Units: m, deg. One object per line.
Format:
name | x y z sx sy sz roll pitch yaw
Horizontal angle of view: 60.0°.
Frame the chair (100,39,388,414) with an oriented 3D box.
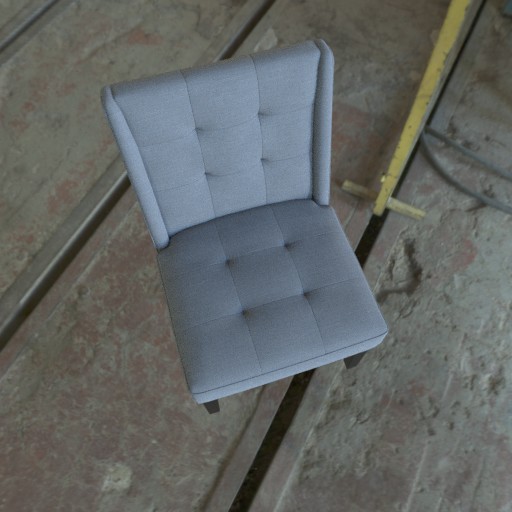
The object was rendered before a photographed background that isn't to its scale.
chair | 0.000 0.000 1.288 0.569 0.853 0.676 -16 65 -7
